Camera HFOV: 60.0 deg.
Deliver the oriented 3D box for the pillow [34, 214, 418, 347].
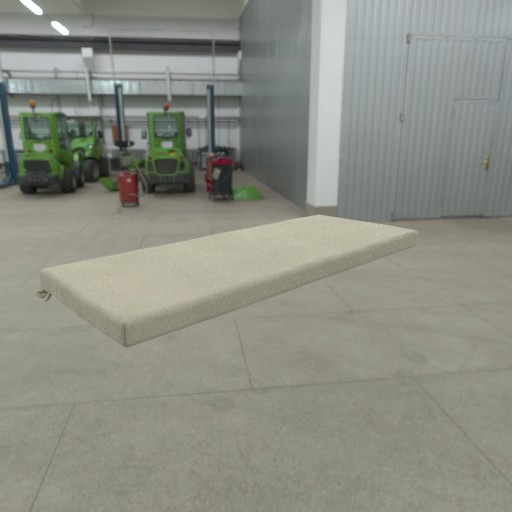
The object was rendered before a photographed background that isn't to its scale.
[{"bbox_3d":[0.000,0.000,1.368,1.187,0.081,0.492,-14,21,-42],"label":"pillow"}]
